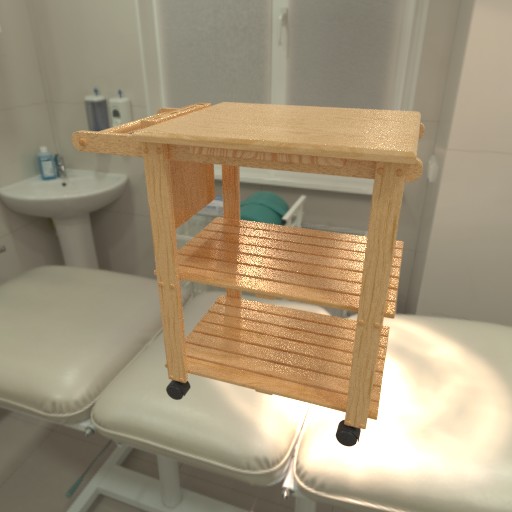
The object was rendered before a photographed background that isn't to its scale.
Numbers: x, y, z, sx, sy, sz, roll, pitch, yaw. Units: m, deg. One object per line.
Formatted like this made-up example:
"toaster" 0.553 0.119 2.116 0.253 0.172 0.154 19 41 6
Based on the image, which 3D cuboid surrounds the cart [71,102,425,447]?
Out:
"cart" 0.000 0.000 1.336 0.843 0.816 0.520 9 28 17
